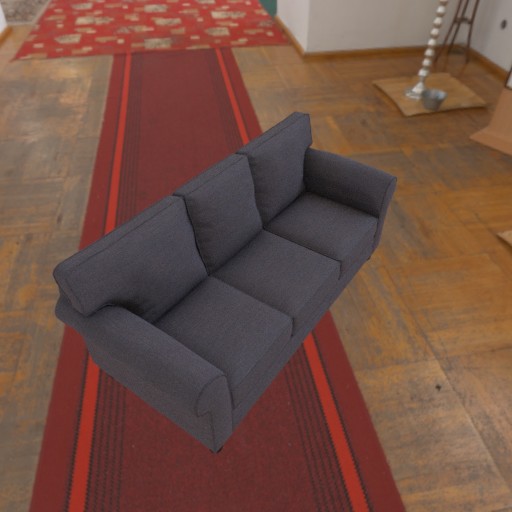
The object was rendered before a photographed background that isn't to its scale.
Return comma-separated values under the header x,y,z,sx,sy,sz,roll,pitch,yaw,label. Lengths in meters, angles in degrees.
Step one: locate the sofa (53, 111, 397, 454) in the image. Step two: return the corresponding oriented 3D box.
x,y,z,sx,sy,sz,roll,pitch,yaw,label
0.000,0.000,2.642,0.909,0.966,2.084,25,47,26,sofa
